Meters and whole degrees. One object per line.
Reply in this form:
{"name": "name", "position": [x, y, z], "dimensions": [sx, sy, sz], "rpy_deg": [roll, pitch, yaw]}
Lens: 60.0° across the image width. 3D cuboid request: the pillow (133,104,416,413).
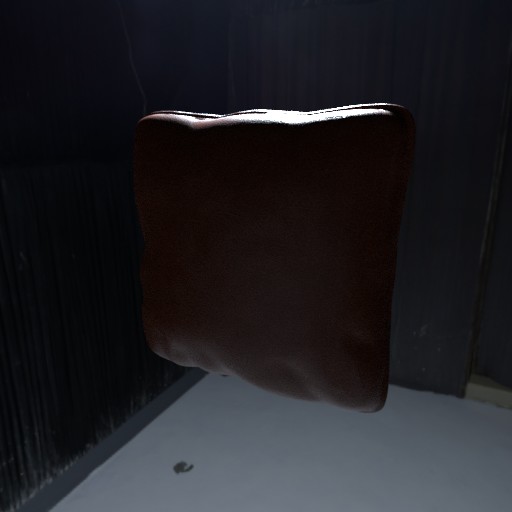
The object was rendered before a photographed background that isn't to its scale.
{"name": "pillow", "position": [0.000, 0.000, 0.826], "dimensions": [0.532, 0.523, 0.236], "rpy_deg": [8, 17, 27]}
